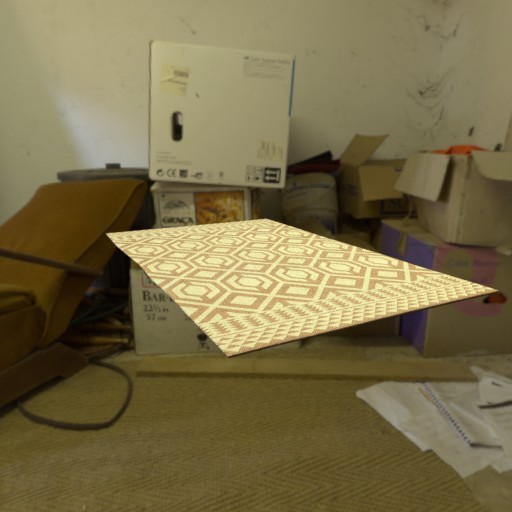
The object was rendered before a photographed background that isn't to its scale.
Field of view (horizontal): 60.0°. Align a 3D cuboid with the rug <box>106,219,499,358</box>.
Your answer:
[{"bbox_3d":[0.000,0.000,2.956,1.526,0.011,2.435,-8,16,-27],"label":"rug"}]
